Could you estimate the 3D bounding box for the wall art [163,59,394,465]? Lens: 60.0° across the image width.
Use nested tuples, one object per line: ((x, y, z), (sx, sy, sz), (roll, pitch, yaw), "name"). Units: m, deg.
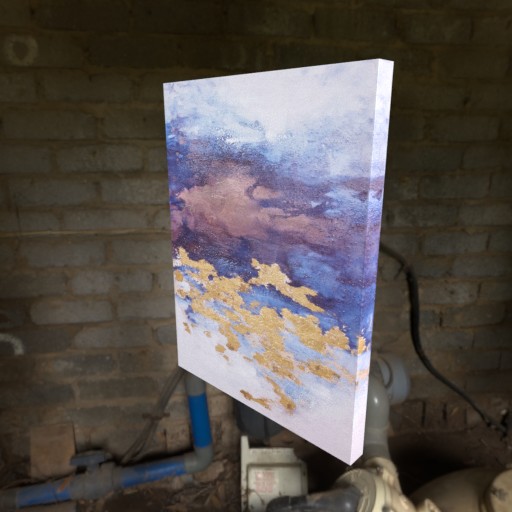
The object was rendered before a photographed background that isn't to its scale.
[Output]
((0.000, 0.000, 0.762), (0.437, 0.581, 0.036), (15, 22, 42), "wall art")
